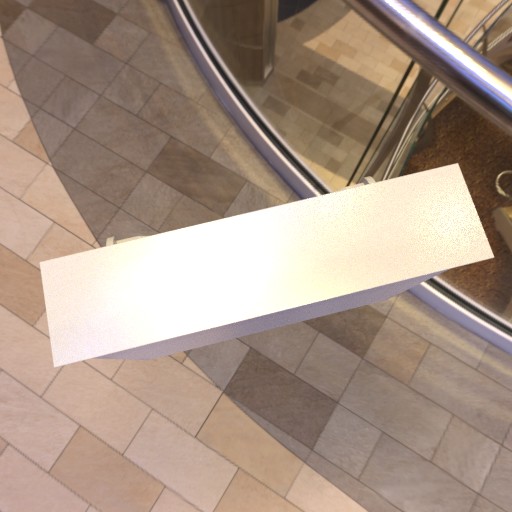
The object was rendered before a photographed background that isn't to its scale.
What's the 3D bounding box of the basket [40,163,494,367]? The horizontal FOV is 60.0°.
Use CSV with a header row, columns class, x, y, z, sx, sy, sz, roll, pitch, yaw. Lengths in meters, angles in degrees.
class,x,y,z,sx,sy,sz,roll,pitch,yaw
basket,0.000,0.000,1.092,0.780,0.600,0.350,-14,77,-3
